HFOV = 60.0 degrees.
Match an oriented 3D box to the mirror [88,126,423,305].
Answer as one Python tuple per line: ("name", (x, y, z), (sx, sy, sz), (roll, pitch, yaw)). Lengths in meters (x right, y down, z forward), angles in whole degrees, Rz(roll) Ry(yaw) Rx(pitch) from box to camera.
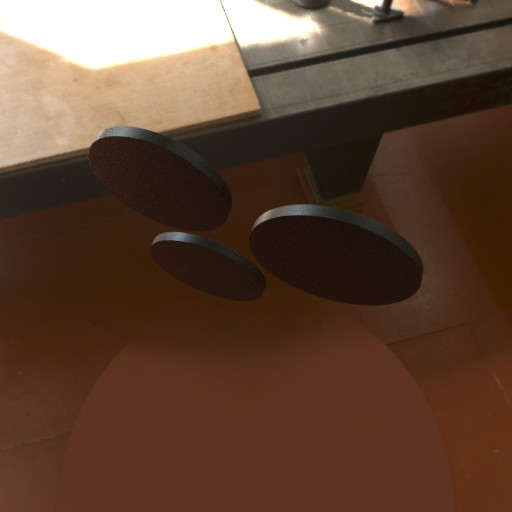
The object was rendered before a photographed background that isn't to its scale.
("mirror", (0.000, 0.000, 3.198), (2.160, 2.096, 0.076), (17, 65, 8))
